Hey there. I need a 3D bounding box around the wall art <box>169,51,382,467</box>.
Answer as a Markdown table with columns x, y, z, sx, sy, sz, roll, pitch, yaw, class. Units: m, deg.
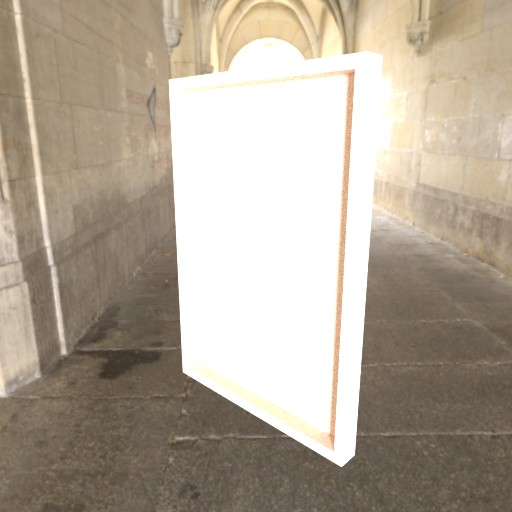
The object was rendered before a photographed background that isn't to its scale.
| x | y | z | sx | sy | sz | roll | pitch | yaw | class |
| --- | --- | --- | --- | --- | --- | --- | --- | --- | --- |
| 0.000 | 0.000 | 0.779 | 0.418 | 0.608 | 0.038 | 14 | 21 | 42 | wall art |
